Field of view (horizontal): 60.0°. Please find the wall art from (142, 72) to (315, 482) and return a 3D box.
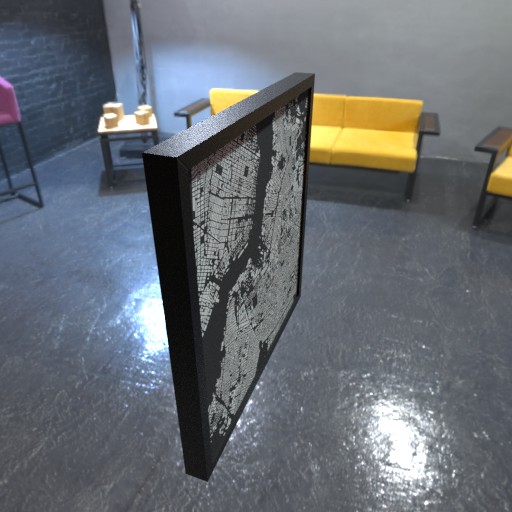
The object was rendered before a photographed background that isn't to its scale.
[{"bbox_3d":[0.000,0.000,0.748,0.038,0.506,0.506,11,33,18],"label":"wall art"}]
